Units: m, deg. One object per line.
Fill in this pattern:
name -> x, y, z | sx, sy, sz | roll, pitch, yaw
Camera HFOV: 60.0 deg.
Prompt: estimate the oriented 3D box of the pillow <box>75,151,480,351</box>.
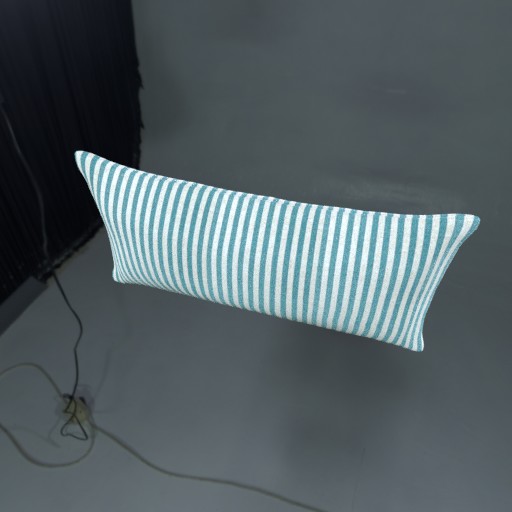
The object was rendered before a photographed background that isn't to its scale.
pillow -> 0.000, 0.000, 0.745 | 0.617, 0.295, 0.151 | 12, 43, 13
